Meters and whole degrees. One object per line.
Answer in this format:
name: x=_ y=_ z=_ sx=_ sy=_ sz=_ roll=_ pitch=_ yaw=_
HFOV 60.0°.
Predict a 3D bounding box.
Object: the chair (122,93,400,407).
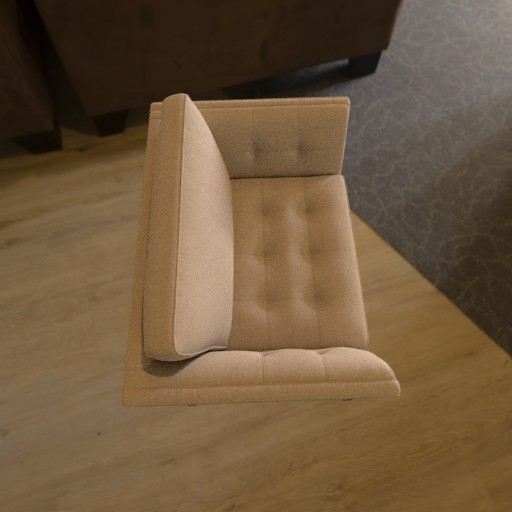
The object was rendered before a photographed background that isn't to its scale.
chair: x=0.000 y=0.000 z=2.078 sx=0.965 sy=0.940 sz=1.397 roll=-2 pitch=63 yaw=-1
